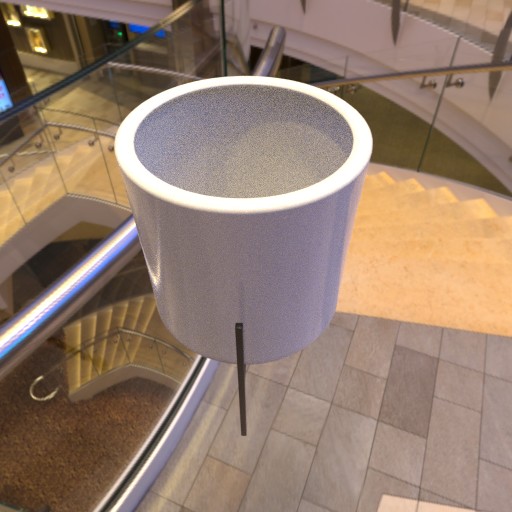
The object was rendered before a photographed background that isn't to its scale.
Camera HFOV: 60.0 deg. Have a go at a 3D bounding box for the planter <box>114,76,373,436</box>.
[{"bbox_3d":[0.000,0.000,0.745,0.361,0.480,0.360,-17,48,-16],"label":"planter"}]
